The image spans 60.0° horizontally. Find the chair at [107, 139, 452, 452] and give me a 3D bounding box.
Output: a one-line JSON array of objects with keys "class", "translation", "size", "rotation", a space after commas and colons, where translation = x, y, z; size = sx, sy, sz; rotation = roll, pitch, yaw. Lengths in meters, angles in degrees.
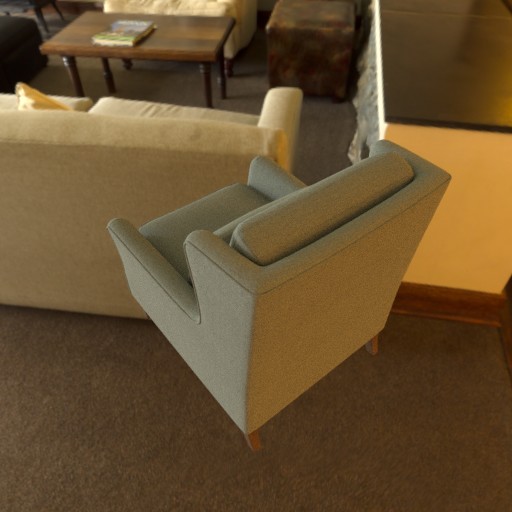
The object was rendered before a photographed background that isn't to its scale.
[{"class": "chair", "translation": [0.000, 0.000, 1.852], "size": [0.866, 1.056, 1.040], "rotation": [-29, 51, -27]}]
